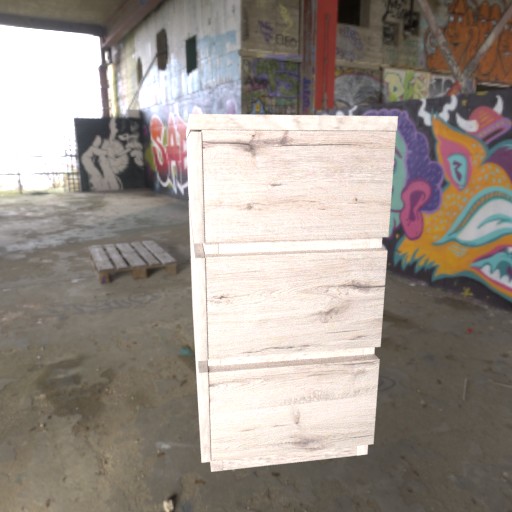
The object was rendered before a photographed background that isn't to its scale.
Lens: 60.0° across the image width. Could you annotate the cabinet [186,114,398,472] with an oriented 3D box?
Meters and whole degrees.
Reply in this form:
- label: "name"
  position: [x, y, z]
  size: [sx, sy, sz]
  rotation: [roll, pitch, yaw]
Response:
- label: "cabinet"
  position: [0.000, 0.000, 1.465]
  size: [0.420, 0.820, 1.040]
  rotation: [-2, 14, -9]
